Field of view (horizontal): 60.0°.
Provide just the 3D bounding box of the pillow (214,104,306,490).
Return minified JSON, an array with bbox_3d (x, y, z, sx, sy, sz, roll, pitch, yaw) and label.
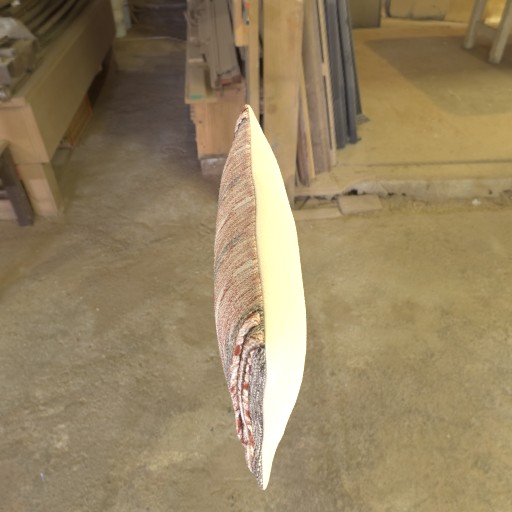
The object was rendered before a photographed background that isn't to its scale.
[{"bbox_3d":[0.000,0.000,0.734,0.139,0.282,0.635,-2,40,-2],"label":"pillow"}]
